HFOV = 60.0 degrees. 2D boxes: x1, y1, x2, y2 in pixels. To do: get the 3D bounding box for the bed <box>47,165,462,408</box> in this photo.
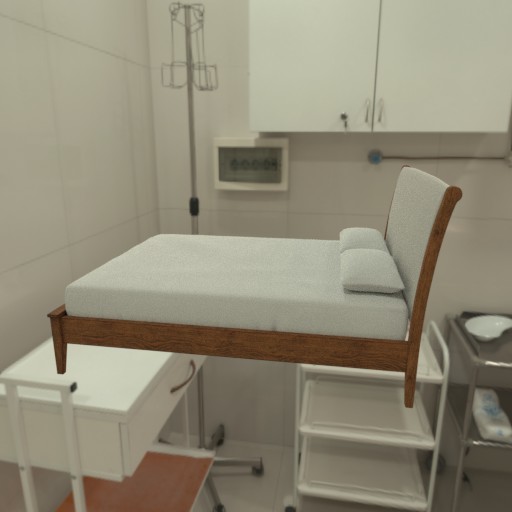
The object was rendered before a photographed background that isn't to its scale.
[{"bbox_3d":[0.000,0.000,2.959,2.108,1.135,1.502,3,16,10],"label":"bed"}]
